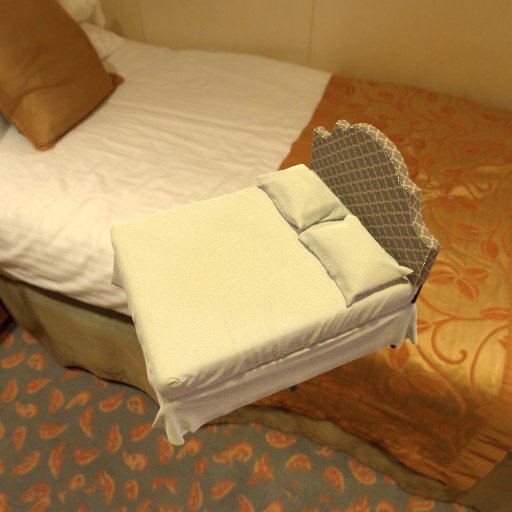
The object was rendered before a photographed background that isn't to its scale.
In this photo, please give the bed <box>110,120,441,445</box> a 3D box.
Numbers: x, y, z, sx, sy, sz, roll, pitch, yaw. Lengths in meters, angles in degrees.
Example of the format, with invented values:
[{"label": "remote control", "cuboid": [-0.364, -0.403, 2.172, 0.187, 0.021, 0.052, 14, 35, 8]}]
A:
[{"label": "bed", "cuboid": [0.000, 0.000, 3.409, 2.222, 1.633, 1.780, -18, 50, -16]}]
